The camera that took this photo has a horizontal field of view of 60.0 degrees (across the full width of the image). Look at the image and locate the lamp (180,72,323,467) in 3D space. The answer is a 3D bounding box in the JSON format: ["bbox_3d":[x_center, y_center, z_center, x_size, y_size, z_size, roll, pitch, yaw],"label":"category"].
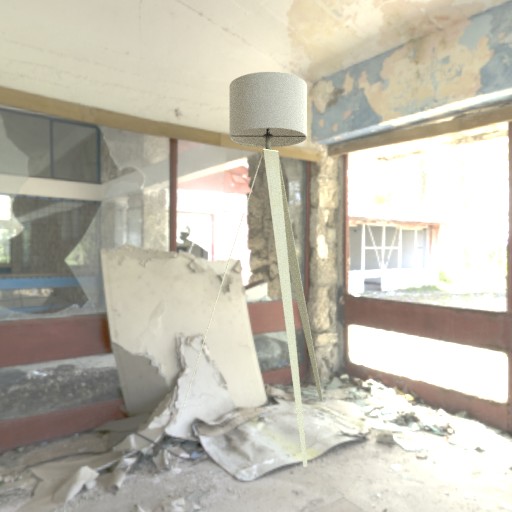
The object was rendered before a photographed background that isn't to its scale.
[{"bbox_3d":[0.000,0.000,1.958,0.716,1.524,0.724,0,0,-1],"label":"lamp"}]
